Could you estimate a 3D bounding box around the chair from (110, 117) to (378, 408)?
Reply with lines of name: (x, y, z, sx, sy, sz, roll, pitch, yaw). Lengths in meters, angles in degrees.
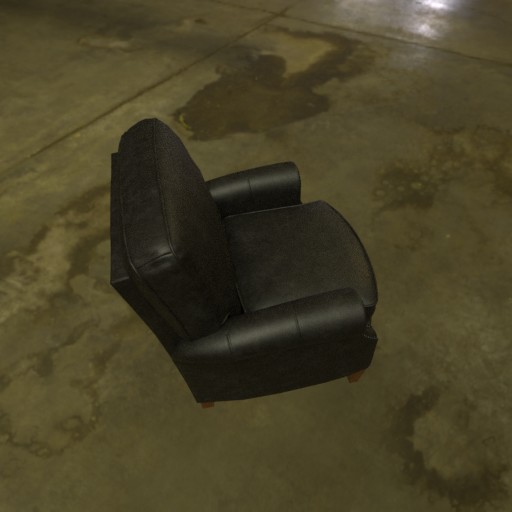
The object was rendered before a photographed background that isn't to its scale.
chair: (0.000, 0.000, 1.782, 0.986, 1.018, 0.936, -9, 47, -9)
